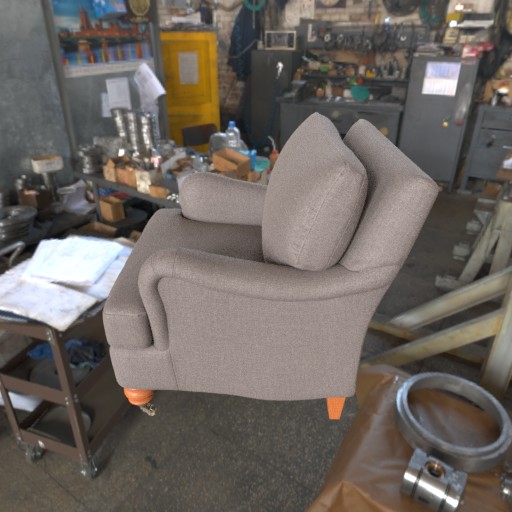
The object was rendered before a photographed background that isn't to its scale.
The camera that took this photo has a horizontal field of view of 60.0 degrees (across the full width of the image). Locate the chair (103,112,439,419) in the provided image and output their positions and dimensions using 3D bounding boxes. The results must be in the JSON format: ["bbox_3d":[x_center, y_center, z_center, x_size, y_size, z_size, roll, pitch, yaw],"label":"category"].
[{"bbox_3d":[0.000,0.000,1.861,1.070,1.038,0.955,0,28,0],"label":"chair"}]
